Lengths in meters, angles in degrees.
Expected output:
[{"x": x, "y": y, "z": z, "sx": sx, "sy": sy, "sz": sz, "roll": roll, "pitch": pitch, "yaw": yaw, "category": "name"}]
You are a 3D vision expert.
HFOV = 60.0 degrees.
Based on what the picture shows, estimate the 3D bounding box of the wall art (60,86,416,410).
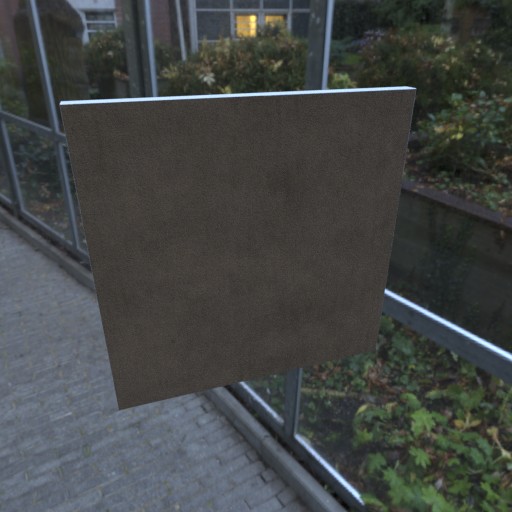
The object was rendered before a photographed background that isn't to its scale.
[{"x": 0.000, "y": 0.000, "z": 0.656, "sx": 0.455, "sy": 0.453, "sz": 0.023, "roll": -9, "pitch": 28, "yaw": -16, "category": "wall art"}]
